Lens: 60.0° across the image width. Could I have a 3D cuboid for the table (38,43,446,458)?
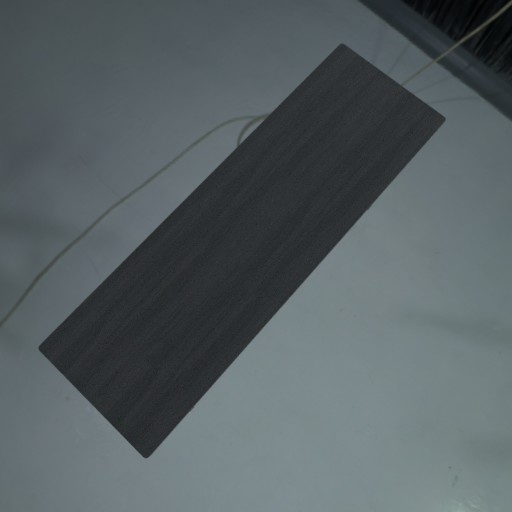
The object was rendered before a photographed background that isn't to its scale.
[{"bbox_3d":[0.000,0.000,1.737,0.449,0.750,1.399,41,79,10],"label":"table"}]
